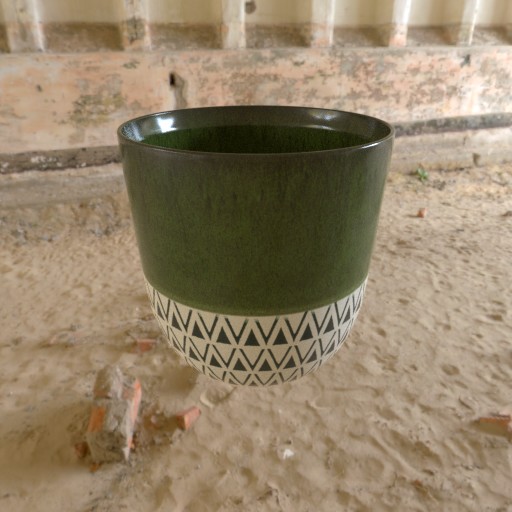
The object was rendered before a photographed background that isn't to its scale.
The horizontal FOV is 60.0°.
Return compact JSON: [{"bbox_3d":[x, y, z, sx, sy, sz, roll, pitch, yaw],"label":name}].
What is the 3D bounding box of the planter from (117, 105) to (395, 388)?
[{"bbox_3d":[0.000,0.000,0.463,0.245,0.270,0.245,0,26,0],"label":"planter"}]
